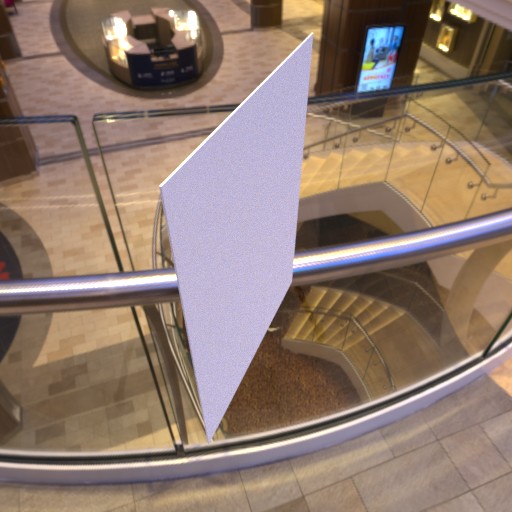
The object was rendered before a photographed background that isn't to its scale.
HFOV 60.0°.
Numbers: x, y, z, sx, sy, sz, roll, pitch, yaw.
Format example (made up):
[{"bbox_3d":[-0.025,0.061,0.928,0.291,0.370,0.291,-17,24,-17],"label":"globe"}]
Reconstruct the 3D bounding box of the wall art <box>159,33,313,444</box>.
[{"bbox_3d":[0.000,0.000,0.790,0.003,0.610,0.457,17,48,17],"label":"wall art"}]
